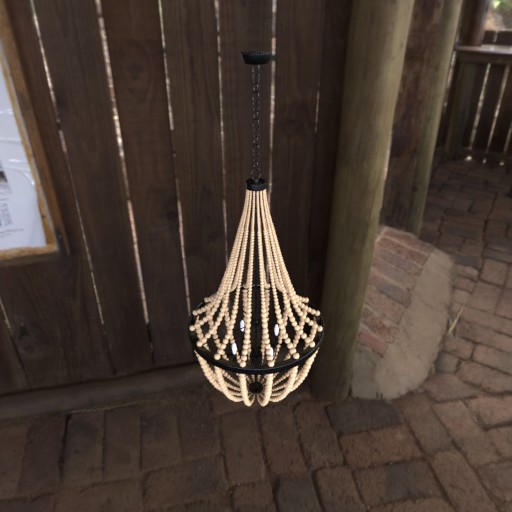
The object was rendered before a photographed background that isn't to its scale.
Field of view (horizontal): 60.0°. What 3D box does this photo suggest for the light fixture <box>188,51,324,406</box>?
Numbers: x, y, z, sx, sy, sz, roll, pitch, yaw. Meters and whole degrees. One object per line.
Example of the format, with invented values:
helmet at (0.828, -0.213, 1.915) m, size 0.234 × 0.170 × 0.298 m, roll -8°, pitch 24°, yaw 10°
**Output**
light fixture at (0.000, 0.000, 1.354) m, size 0.450 × 1.133 × 0.450 m, roll 0°, pitch 30°, yaw 0°
